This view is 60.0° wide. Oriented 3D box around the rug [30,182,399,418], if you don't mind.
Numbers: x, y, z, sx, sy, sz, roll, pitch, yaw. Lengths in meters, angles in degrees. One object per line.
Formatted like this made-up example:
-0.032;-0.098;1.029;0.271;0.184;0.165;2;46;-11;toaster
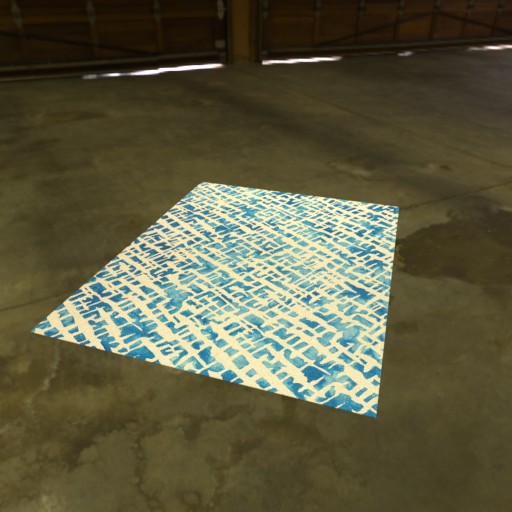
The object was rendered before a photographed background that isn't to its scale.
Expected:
0.000;0.000;4.088;2.435;0.007;3.007;10;33;15;rug
